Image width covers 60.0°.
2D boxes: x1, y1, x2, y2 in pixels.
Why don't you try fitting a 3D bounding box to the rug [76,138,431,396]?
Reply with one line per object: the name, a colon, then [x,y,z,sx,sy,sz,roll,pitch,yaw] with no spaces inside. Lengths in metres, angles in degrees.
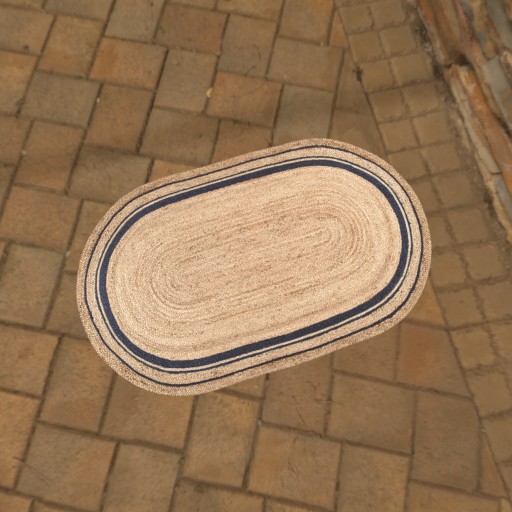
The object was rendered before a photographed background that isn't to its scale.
rug: [0.000,0.000,2.999,2.432,0.006,1.520,-17,74,-5]
